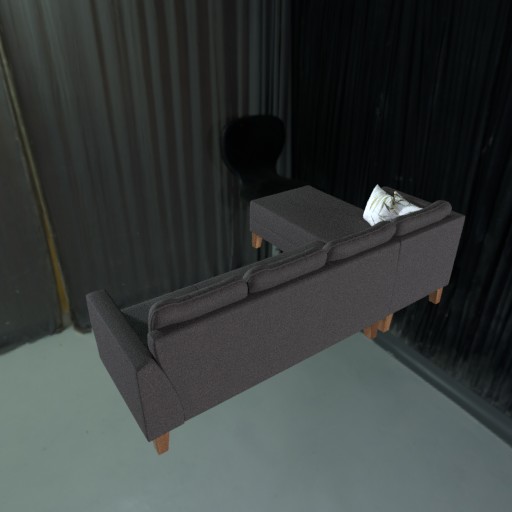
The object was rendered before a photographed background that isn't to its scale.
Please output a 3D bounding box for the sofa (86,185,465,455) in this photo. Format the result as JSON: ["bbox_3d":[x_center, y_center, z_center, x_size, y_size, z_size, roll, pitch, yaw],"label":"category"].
[{"bbox_3d":[0.000,0.000,3.518,2.679,0.932,1.829,-19,35,-30],"label":"sofa"}]
